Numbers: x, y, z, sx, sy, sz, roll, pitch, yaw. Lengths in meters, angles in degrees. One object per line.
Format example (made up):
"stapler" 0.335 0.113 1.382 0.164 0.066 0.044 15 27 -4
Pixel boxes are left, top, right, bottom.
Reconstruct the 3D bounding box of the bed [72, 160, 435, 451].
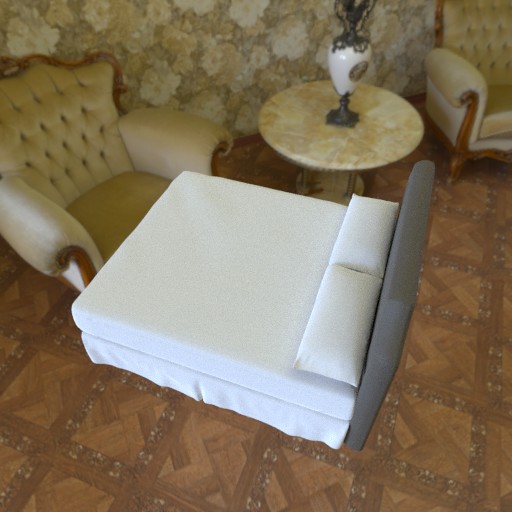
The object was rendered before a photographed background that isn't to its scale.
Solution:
"bed" 0.000 0.000 3.913 2.536 1.561 2.194 15 47 14
